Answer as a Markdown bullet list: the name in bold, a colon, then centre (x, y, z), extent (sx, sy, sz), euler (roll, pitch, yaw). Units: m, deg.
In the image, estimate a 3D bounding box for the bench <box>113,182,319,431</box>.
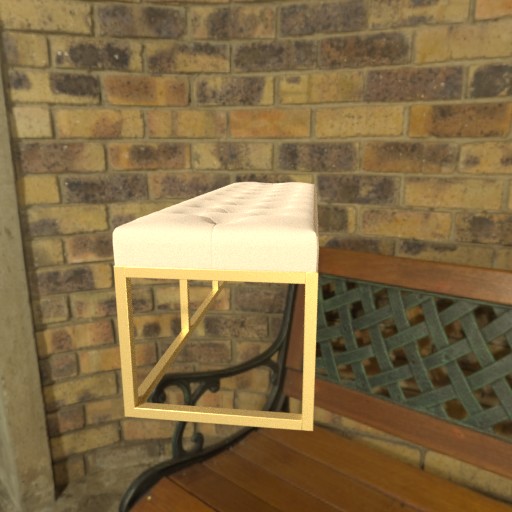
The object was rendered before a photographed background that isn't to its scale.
- **bench**: centre (0.000, 0.000, 1.710), extent (0.457, 0.484, 1.473), euler (2, 13, 7)
